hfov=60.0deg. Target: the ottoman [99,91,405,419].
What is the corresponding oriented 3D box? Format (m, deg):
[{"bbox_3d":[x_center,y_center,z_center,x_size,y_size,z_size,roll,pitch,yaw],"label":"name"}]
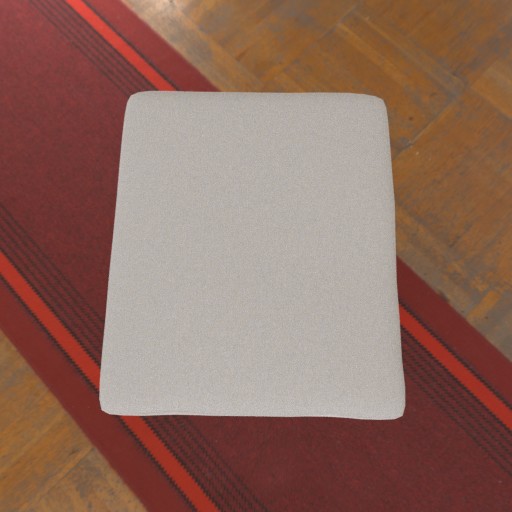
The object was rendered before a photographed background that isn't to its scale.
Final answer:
[{"bbox_3d":[0.000,0.000,1.465,0.836,0.492,0.976,1,76,0],"label":"ottoman"}]
